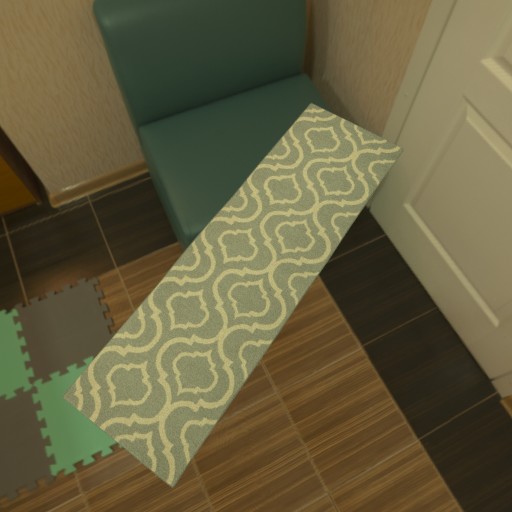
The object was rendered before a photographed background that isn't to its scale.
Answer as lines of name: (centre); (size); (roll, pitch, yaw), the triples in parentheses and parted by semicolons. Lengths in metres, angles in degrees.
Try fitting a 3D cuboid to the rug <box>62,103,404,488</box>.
rug: (0.000, 0.000, 2.434); (0.684, 0.009, 2.275); (32, 68, 14)
